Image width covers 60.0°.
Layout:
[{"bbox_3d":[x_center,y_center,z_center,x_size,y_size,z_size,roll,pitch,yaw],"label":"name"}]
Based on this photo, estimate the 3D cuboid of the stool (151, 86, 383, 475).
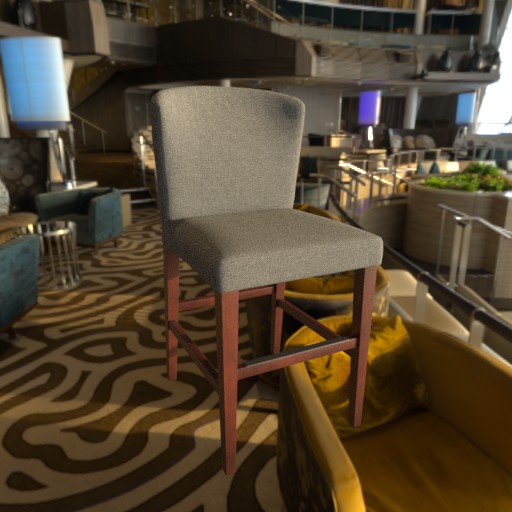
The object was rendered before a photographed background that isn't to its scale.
[{"bbox_3d":[0.000,0.000,1.298,0.479,0.968,0.568,-8,18,-26],"label":"stool"}]
